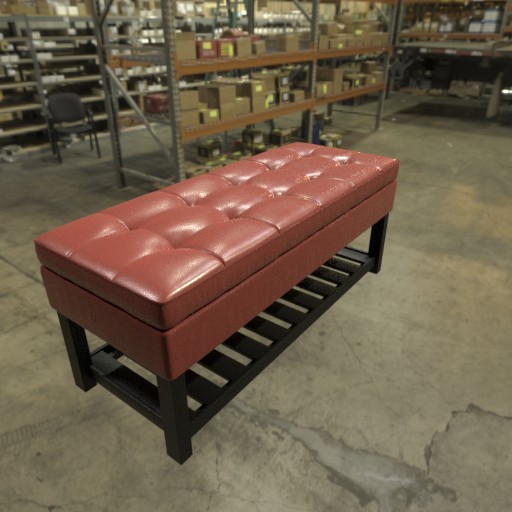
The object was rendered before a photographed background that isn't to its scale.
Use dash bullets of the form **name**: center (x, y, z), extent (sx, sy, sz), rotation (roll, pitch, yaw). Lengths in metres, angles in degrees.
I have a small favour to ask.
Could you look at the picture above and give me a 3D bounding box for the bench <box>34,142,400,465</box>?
- **bench**: center (0.000, 0.000, 1.352), extent (0.432, 0.460, 1.105), rotation (20, 34, 32)
